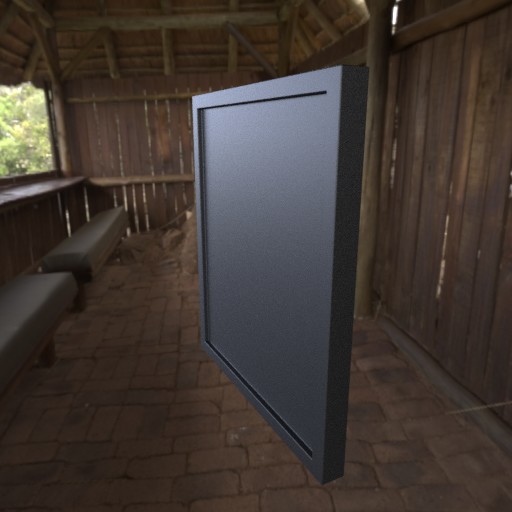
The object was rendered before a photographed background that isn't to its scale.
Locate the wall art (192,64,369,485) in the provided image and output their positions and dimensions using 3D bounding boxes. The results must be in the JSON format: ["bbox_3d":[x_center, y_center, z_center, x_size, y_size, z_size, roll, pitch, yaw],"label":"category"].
[{"bbox_3d":[0.000,0.000,0.527,0.028,0.381,0.328,-8,17,-27],"label":"wall art"}]
